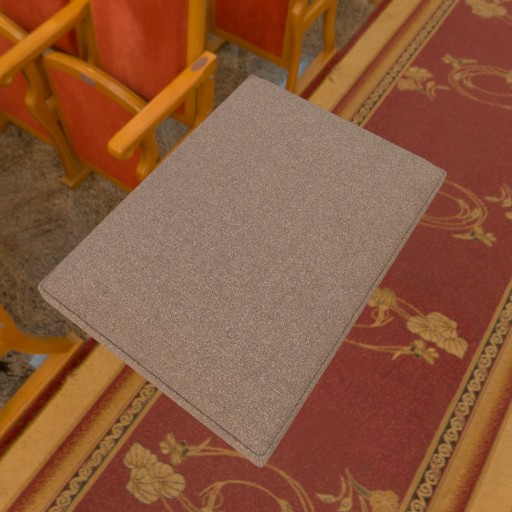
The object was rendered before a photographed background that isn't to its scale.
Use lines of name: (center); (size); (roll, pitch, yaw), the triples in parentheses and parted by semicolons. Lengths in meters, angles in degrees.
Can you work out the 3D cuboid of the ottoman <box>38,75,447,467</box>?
ottoman: (0.000, 0.000, 1.120); (0.583, 0.464, 0.785); (32, 67, 15)
